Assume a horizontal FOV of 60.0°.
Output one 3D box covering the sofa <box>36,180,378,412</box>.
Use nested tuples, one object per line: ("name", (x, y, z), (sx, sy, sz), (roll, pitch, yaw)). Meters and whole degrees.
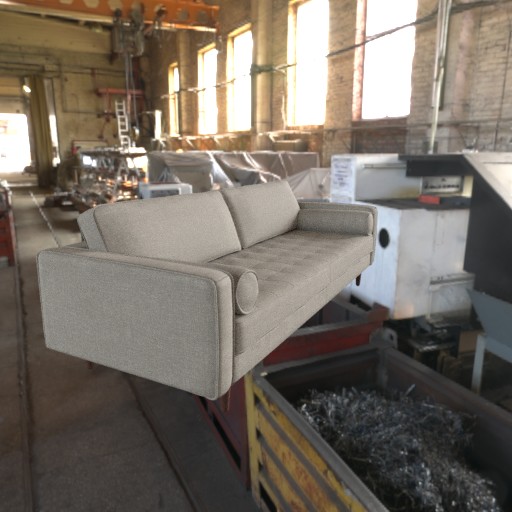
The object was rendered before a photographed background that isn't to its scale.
("sofa", (0.000, 0.000, 2.586), (0.914, 0.762, 2.211), (7, 15, 27))
